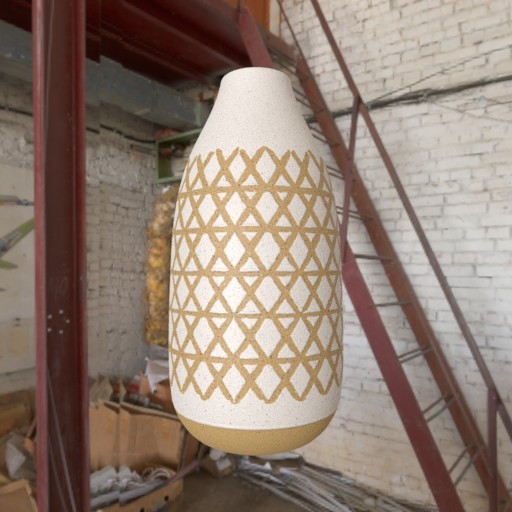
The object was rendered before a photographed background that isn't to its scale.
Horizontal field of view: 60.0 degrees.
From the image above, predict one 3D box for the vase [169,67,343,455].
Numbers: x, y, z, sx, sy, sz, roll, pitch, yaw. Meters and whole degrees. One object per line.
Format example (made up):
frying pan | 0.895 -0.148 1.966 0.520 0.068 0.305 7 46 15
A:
vase | 0.000 0.000 0.480 0.186 0.380 0.186 0 -1 0
